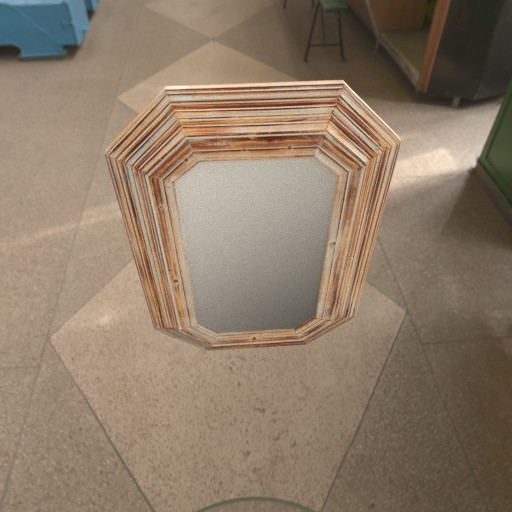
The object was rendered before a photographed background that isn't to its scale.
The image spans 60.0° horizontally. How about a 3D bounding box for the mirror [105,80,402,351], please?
[{"bbox_3d":[0.000,0.000,1.304,0.709,1.015,0.061,-3,46,-3],"label":"mirror"}]
